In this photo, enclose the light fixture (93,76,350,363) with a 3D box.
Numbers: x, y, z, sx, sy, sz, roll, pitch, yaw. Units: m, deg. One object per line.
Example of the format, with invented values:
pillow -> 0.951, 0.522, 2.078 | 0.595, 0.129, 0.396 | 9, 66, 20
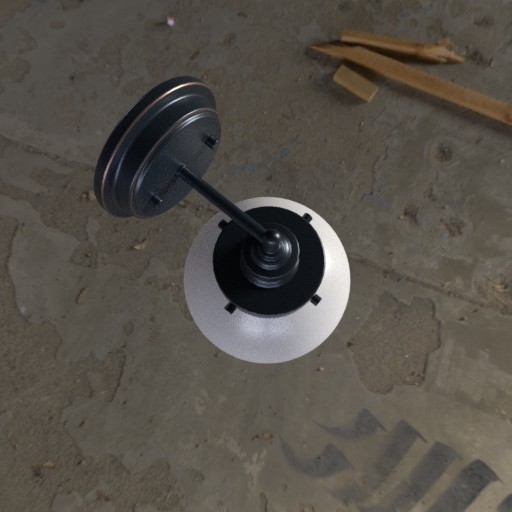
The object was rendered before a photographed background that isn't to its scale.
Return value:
light fixture -> 0.000, 0.000, 0.464 | 0.230, 0.332, 0.197 | 39, 79, 9
